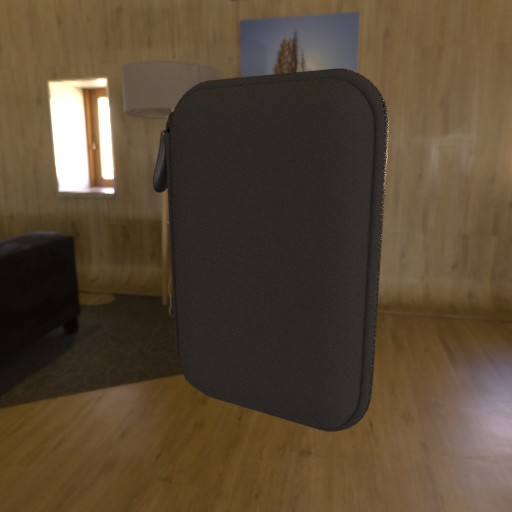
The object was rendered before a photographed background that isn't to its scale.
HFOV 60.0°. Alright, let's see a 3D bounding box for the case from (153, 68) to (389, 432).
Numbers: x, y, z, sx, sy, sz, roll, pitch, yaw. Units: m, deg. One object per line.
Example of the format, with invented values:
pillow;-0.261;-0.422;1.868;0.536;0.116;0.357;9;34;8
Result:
case;0.000;0.000;0.194;0.107;0.147;0.030;7;14;27
